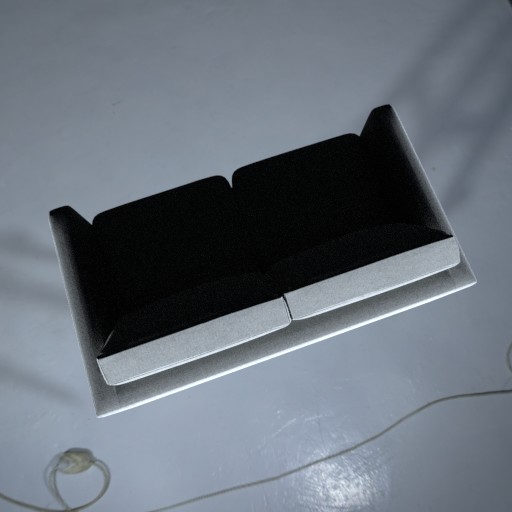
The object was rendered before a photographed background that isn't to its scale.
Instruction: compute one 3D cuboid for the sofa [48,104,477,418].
[{"bbox_3d":[0.000,0.000,2.253,1.731,0.900,1.000,-19,77,-5],"label":"sofa"}]
